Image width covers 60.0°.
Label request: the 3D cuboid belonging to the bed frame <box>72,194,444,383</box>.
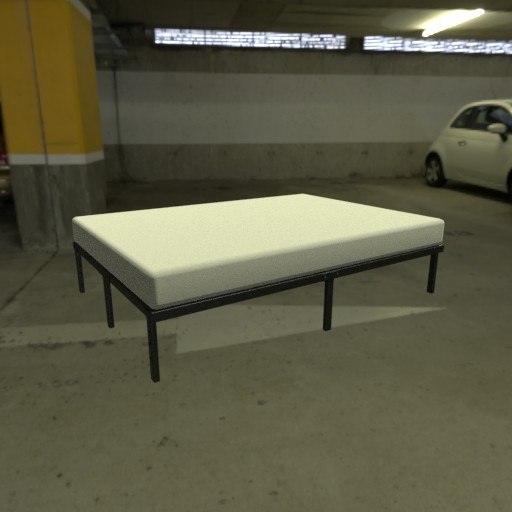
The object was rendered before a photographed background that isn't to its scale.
[{"bbox_3d":[0.000,0.000,3.886,2.842,0.680,2.205,-8,18,-26],"label":"bed frame"}]
